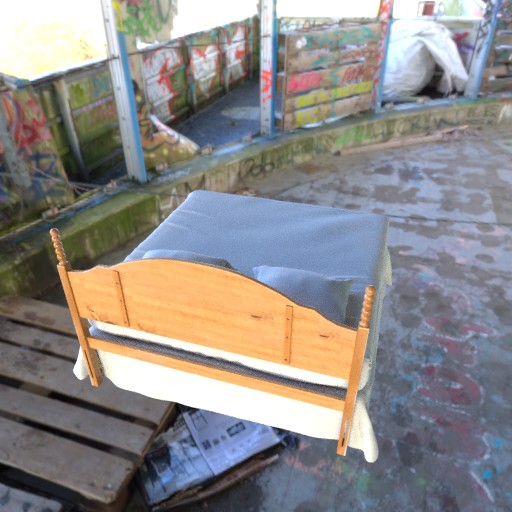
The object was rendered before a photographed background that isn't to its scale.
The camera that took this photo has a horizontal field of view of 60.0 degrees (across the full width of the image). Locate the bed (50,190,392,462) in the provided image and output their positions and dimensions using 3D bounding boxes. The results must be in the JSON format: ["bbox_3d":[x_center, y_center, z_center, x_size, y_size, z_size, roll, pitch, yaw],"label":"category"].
[{"bbox_3d":[0.000,0.000,3.629,2.322,1.355,2.219,10,35,15],"label":"bed"}]
